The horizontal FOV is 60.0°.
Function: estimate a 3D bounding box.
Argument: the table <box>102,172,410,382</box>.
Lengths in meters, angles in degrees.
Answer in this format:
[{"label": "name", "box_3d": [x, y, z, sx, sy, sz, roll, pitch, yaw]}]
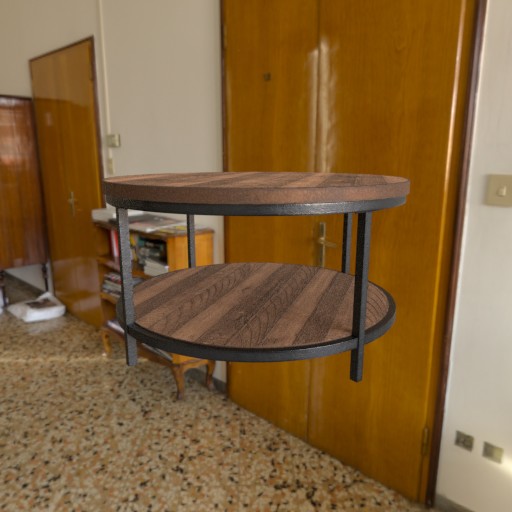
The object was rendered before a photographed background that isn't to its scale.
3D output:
[{"label": "table", "box_3d": [0.000, 0.000, 1.321, 0.837, 0.462, 0.837, 0, 13, 0]}]
